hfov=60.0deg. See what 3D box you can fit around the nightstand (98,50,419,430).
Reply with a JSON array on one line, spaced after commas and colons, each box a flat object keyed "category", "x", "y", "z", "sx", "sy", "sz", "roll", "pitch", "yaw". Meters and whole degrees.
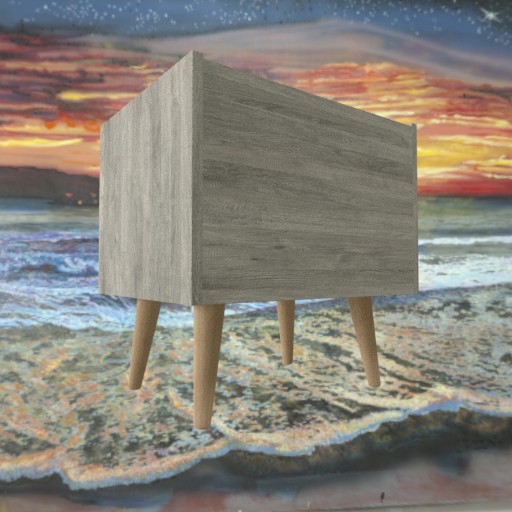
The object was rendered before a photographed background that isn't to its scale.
[{"category": "nightstand", "x": 0.000, "y": 0.000, "z": 0.845, "sx": 0.480, "sy": 0.500, "sz": 0.380, "roll": 1, "pitch": -2, "yaw": -36}]
